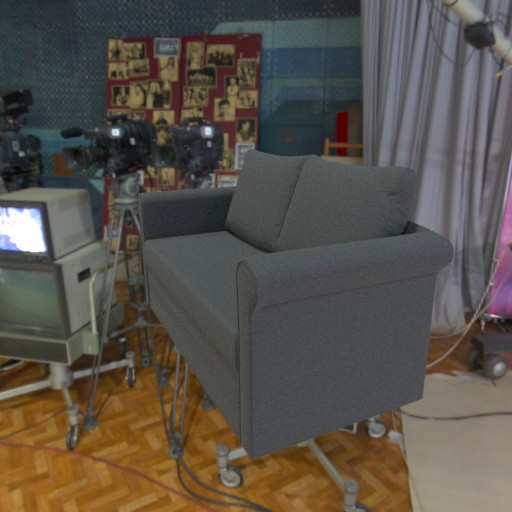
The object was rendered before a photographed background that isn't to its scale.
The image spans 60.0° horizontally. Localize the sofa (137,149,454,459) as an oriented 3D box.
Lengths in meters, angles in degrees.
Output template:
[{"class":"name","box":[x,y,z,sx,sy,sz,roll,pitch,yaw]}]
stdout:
[{"class":"sofa","box":[0.000,0.000,1.979,0.741,0.872,1.460,-8,19,-25]}]
